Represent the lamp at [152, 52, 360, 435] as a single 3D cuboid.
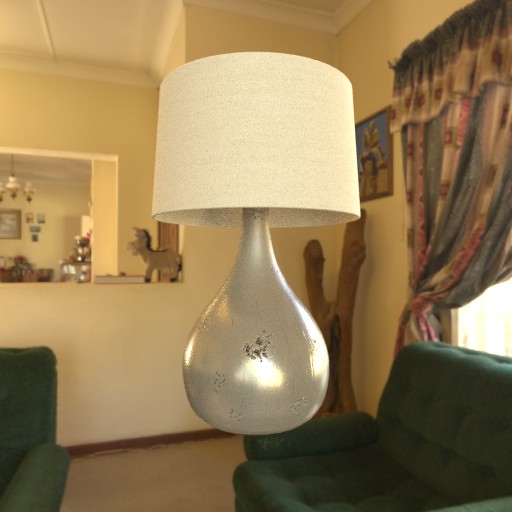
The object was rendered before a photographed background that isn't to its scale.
[{"bbox_3d":[0.000,0.000,0.719,0.330,0.521,0.330,0,-1,0],"label":"lamp"}]
